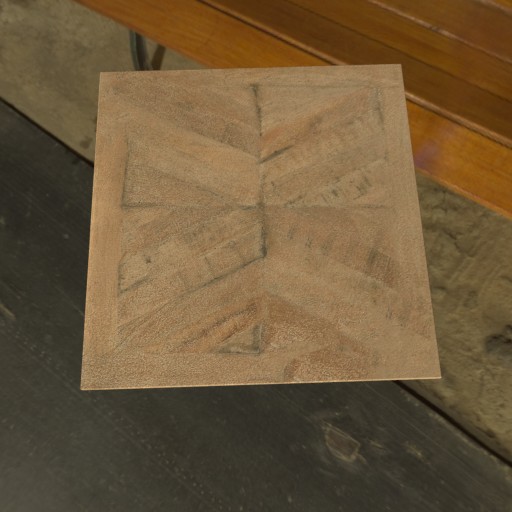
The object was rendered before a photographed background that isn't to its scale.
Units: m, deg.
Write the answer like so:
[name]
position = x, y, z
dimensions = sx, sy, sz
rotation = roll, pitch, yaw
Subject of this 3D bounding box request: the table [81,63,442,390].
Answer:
[table]
position = 0.000, 0.000, 0.929
dimensions = 0.498, 0.550, 0.499
rotation = -2, 76, 0
